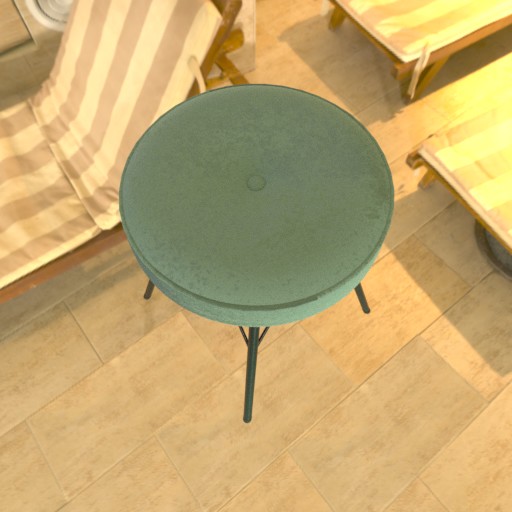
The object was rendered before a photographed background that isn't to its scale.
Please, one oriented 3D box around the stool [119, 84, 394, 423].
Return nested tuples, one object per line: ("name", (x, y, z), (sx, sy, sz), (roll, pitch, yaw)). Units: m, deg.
("stool", (0.000, 0.000, 0.872), (0.458, 0.519, 0.457), (-30, 67, -14))
